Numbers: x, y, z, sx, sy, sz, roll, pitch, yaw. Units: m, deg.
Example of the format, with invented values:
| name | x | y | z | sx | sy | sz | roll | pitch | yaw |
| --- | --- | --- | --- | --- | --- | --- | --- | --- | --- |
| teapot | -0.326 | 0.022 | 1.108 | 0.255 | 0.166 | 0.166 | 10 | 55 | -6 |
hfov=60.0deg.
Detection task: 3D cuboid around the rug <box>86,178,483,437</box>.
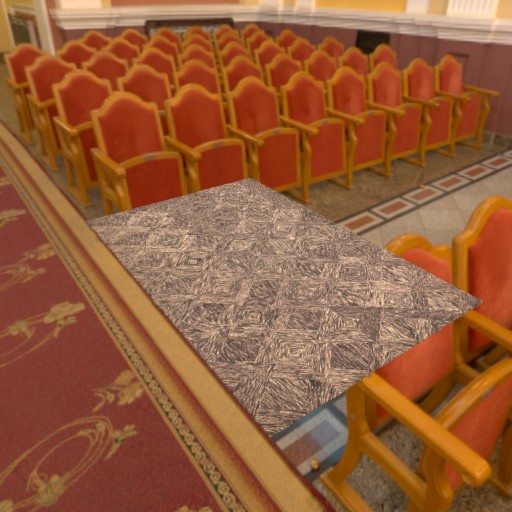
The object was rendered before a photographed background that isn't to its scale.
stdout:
| name | x | y | z | sx | sy | sz | roll | pitch | yaw |
| --- | --- | --- | --- | --- | --- | --- | --- | --- | --- |
| rug | 0.000 | 0.000 | 2.294 | 1.189 | 0.011 | 1.808 | -21 | 37 | -30 |
